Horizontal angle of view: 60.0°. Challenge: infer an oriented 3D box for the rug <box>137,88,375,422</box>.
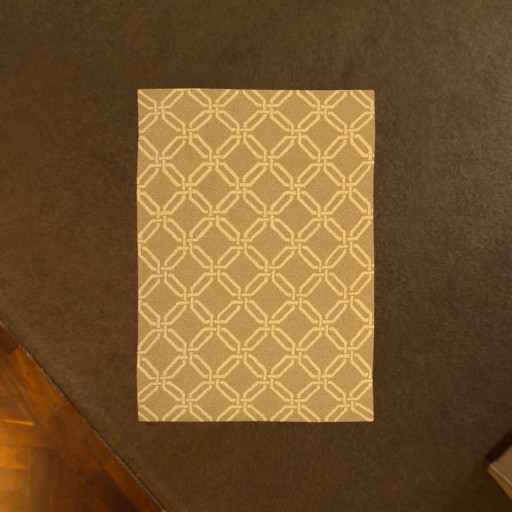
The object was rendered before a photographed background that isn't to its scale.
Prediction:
[{"bbox_3d":[0.000,0.000,2.837,1.524,0.013,2.135,0,90,-1],"label":"rug"}]
